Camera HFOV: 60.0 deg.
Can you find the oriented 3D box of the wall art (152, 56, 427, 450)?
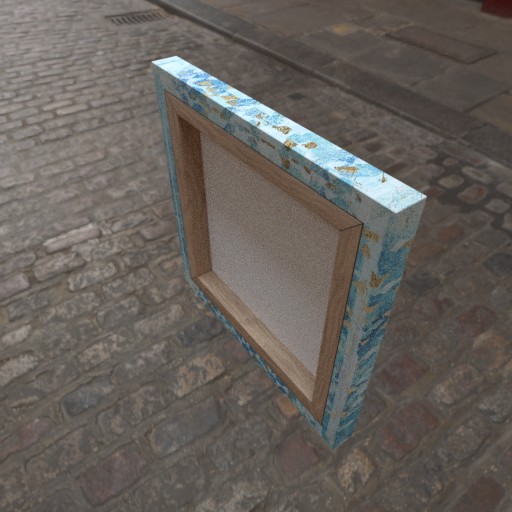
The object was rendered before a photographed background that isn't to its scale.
[{"bbox_3d":[0.000,0.000,0.598,0.037,0.405,0.405,-27,49,-26],"label":"wall art"}]
